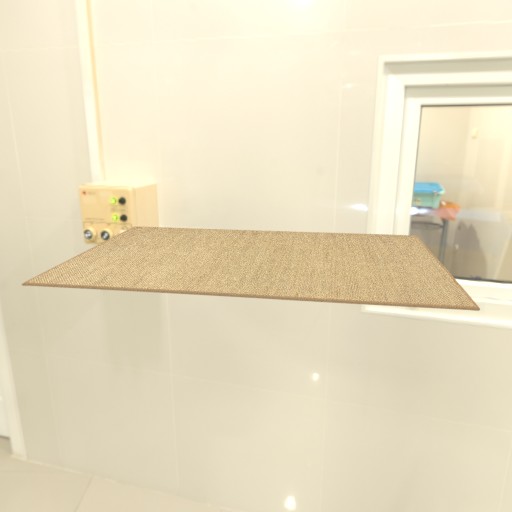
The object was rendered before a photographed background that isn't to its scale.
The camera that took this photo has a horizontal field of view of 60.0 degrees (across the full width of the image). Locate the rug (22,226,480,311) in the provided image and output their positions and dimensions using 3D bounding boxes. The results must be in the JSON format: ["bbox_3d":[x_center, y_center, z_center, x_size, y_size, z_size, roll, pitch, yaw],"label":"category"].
[{"bbox_3d":[0.000,0.000,2.088,1.668,0.012,1.061,2,16,8],"label":"rug"}]
